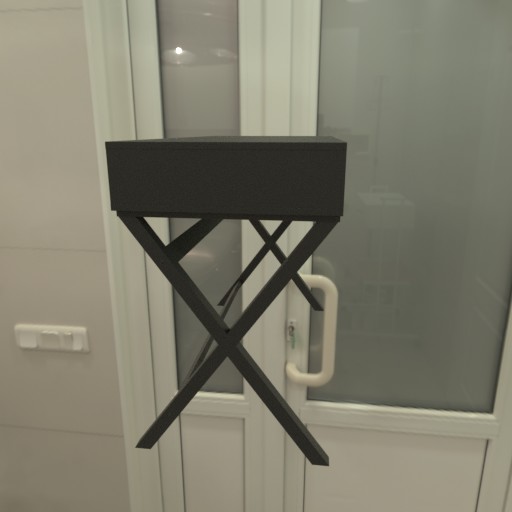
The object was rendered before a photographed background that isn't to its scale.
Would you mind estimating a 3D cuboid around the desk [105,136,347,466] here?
[{"bbox_3d":[0.000,0.000,1.516,0.504,0.780,1.057,2,16,7],"label":"desk"}]
